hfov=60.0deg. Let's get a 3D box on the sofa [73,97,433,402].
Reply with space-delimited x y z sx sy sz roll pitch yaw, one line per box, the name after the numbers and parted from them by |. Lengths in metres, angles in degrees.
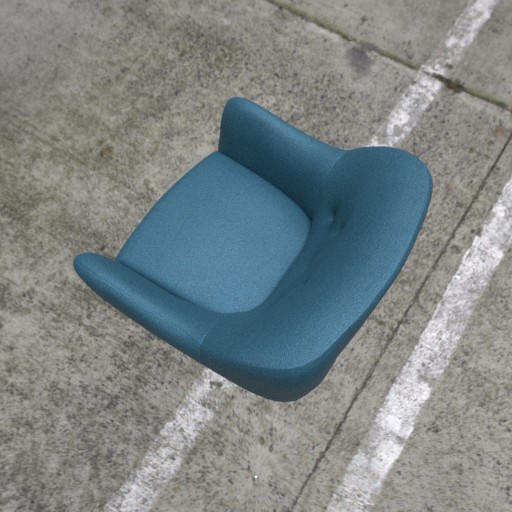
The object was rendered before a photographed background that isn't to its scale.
0.000 0.000 1.495 0.825 0.817 0.836 32 68 15 | sofa
